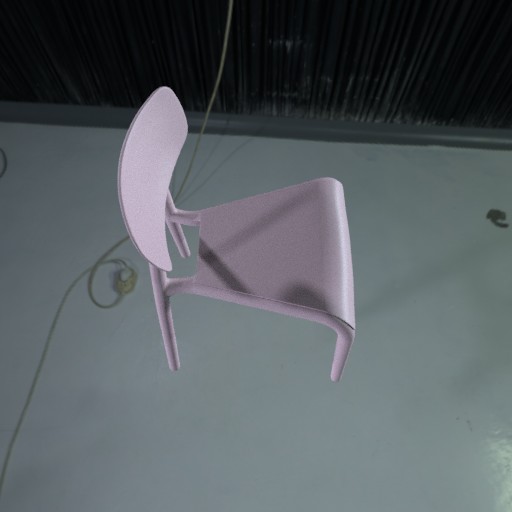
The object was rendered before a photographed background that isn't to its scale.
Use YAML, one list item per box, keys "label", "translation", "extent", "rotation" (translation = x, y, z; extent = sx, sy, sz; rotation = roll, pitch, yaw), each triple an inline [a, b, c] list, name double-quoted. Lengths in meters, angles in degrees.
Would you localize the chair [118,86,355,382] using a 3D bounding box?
- label: "chair"
  translation: [0.000, 0.000, 0.850]
  extent: [0.401, 0.580, 0.356]
  rotation: [1, 63, 0]
